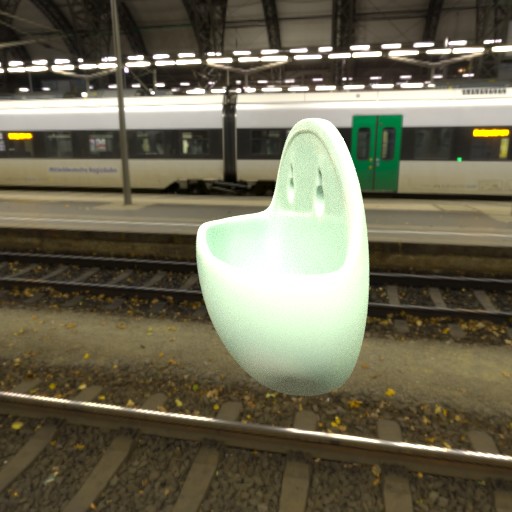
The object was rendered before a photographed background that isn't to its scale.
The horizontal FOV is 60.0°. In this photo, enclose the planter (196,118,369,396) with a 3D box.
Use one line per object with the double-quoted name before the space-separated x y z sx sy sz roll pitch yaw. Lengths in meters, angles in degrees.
"planter" 0.000 0.000 0.274 0.073 0.164 0.189 -2 14 -9
